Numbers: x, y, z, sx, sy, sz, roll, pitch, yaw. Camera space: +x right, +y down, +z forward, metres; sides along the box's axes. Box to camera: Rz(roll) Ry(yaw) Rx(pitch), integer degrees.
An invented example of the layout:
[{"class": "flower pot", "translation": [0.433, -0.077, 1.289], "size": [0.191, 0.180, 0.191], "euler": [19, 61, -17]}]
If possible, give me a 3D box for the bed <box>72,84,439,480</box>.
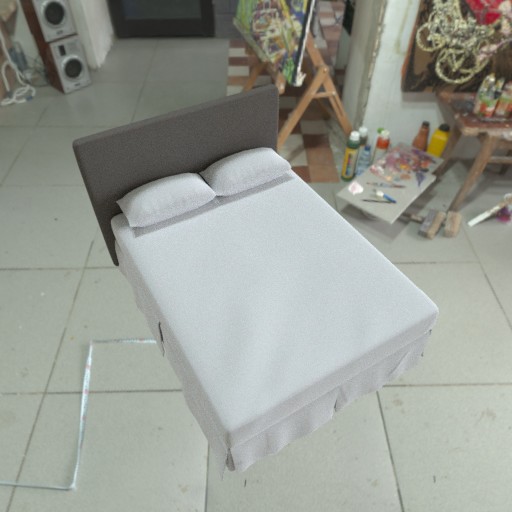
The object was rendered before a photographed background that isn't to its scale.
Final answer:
[{"class": "bed", "translation": [0.000, 0.000, 3.178], "size": [1.723, 1.330, 2.142], "euler": [-23, 52, -20]}]
